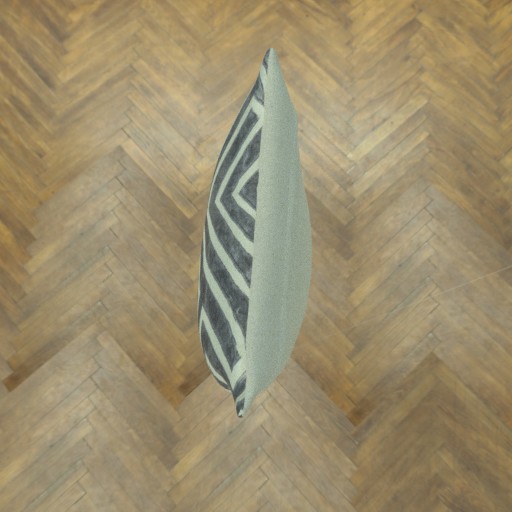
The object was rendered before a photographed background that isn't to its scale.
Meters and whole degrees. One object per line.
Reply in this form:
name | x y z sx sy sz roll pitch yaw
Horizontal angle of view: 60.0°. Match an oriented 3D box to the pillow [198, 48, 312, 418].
pillow | 0.000 0.000 0.699 0.182 0.441 0.440 5 76 1
